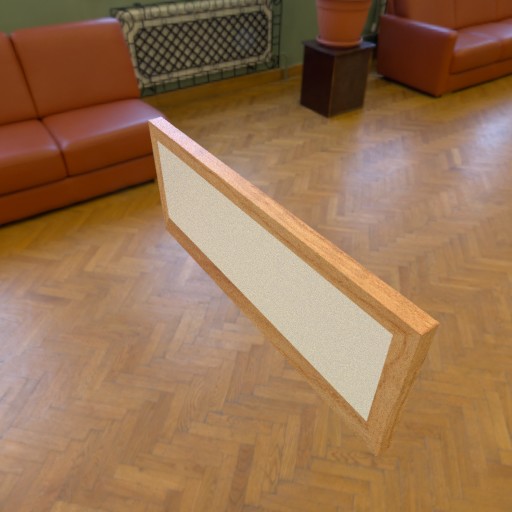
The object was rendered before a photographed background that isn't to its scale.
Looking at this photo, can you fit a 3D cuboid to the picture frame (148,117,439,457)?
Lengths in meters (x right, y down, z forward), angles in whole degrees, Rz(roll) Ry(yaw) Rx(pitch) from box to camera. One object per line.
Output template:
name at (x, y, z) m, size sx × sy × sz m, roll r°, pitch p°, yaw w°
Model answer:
picture frame at (0.000, 0.000, 0.668) m, size 0.045 × 0.234 × 0.582 m, roll -24°, pitch 46°, yaw -26°
